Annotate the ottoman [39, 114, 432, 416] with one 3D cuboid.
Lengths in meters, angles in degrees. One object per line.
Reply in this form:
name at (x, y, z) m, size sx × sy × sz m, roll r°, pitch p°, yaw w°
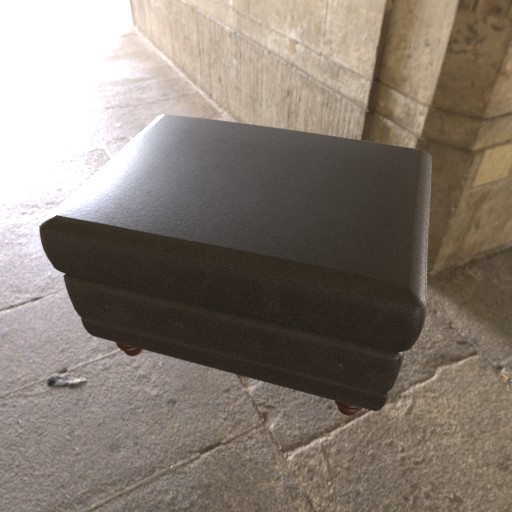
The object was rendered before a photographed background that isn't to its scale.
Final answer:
ottoman at (0.000, 0.000, 1.177) m, size 0.795 × 0.498 × 0.590 m, roll 12°, pitch 43°, yaw 13°
